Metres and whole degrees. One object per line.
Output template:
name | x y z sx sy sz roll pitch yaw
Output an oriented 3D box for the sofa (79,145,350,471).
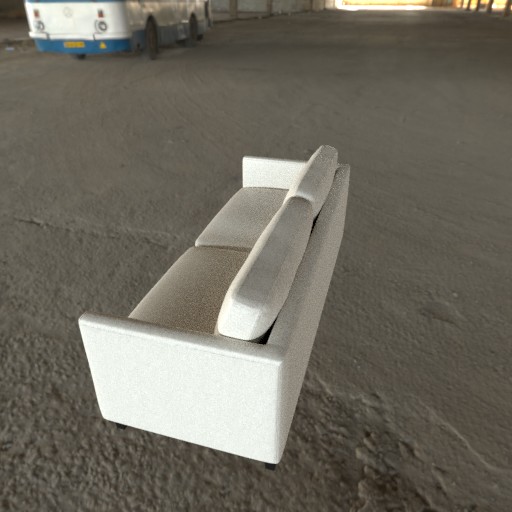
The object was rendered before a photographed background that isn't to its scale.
sofa | 0.000 0.000 2.933 0.948 0.965 2.434 9 32 14
